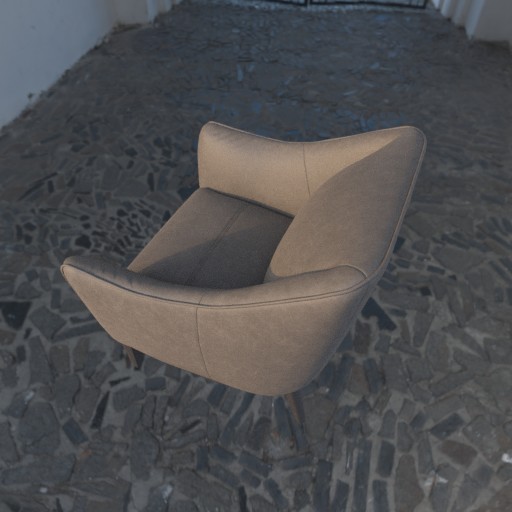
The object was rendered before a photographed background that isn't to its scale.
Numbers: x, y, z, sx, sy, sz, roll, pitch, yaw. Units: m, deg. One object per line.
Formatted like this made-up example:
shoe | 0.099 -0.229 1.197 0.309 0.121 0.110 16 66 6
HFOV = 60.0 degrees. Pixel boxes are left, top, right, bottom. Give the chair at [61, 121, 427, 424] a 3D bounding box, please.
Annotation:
chair | 0.000 0.000 1.511 0.852 0.830 0.871 18 49 16
